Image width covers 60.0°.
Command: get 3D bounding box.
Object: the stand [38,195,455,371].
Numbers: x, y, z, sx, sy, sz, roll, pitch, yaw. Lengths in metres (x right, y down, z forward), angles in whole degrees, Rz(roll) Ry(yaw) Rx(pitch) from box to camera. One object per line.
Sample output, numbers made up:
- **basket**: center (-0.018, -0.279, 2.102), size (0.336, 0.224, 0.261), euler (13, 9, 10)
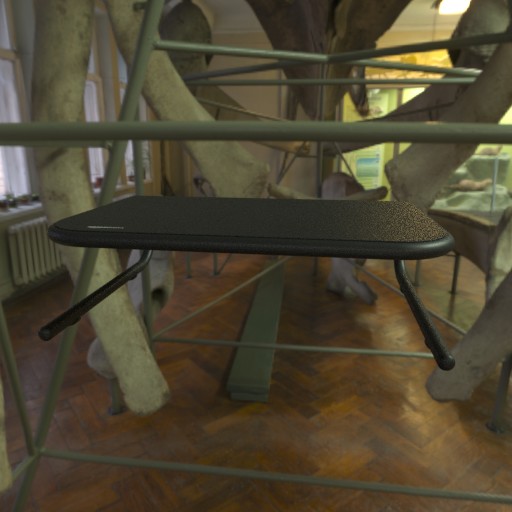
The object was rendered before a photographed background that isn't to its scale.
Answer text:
- **stand**: center (0.000, 0.000, 0.504), size (0.370, 0.108, 0.280), euler (2, 16, 8)
